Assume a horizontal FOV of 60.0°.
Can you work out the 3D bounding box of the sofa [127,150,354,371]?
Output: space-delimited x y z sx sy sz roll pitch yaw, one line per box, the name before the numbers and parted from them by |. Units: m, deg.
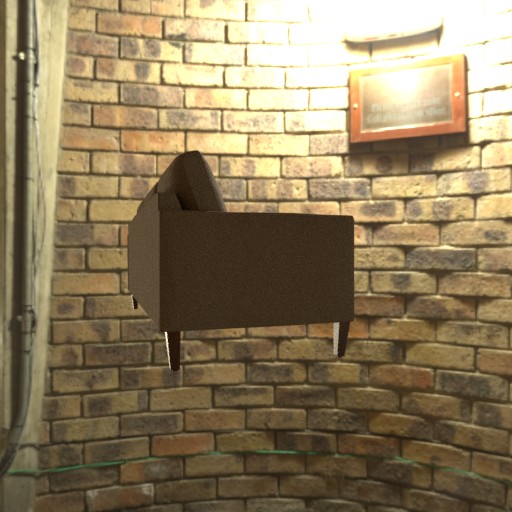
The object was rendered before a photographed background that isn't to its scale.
sofa | 0.000 0.000 2.894 1.506 0.875 2.178 0 0 -19
